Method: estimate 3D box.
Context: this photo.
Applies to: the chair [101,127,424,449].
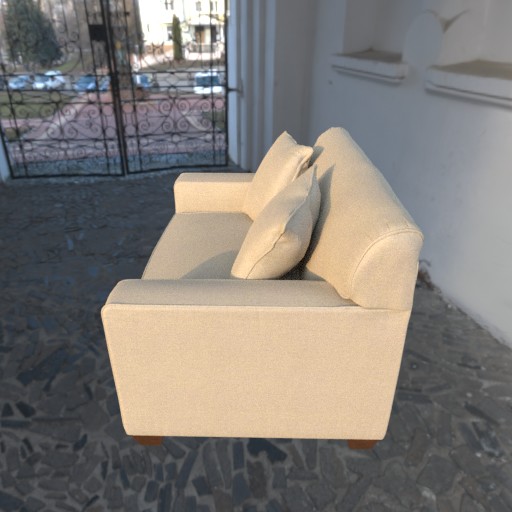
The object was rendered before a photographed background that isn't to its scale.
[{"bbox_3d":[0.000,0.000,2.023,1.000,0.948,1.383,1,28,1],"label":"chair"}]
